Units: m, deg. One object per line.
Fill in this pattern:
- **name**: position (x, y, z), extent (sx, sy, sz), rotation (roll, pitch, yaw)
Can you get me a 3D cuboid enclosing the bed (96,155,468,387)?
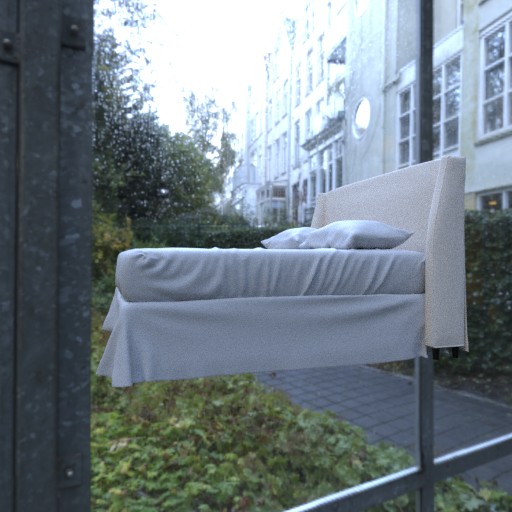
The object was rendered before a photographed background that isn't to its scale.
- **bed**: position (0.000, 0.000, 3.415), extent (2.276, 1.332, 1.925), rotation (0, 0, -18)
